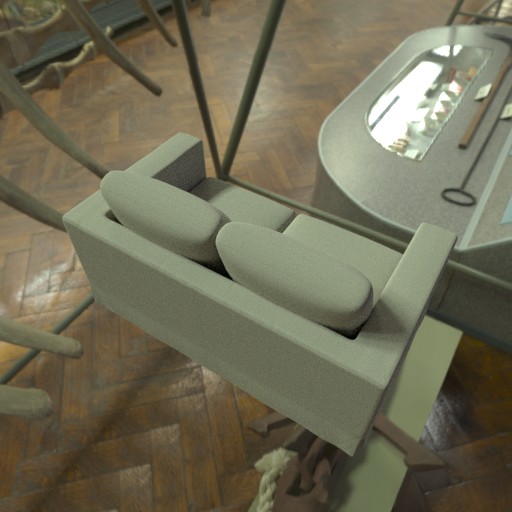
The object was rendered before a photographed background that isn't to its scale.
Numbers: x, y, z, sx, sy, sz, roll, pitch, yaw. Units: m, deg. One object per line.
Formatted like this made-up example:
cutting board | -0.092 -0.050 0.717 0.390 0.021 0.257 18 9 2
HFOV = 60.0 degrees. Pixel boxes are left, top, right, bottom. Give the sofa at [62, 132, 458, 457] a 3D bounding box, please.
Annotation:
sofa | 0.000 0.000 2.414 1.813 0.932 1.009 25 52 22
